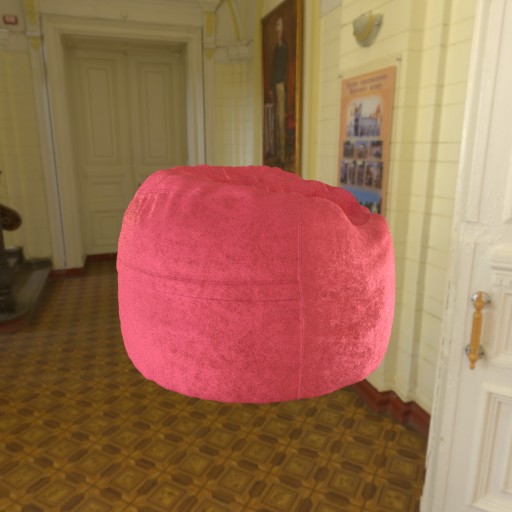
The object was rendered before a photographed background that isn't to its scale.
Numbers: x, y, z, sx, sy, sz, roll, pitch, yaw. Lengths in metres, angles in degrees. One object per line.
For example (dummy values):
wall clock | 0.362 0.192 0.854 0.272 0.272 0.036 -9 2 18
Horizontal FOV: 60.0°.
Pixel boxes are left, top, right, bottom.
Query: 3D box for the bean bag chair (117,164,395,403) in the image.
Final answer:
bean bag chair | 0.000 0.000 2.000 1.218 0.788 1.218 0 14 0
